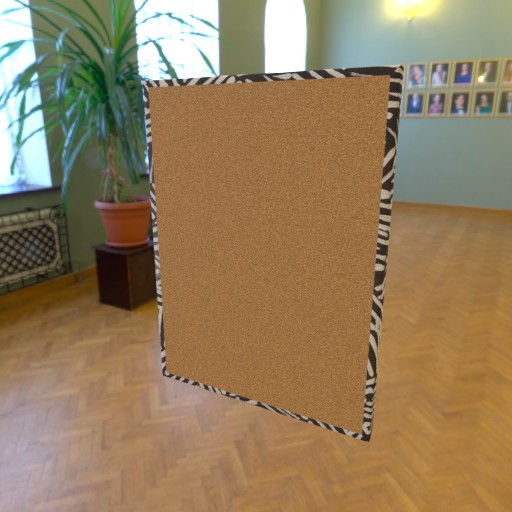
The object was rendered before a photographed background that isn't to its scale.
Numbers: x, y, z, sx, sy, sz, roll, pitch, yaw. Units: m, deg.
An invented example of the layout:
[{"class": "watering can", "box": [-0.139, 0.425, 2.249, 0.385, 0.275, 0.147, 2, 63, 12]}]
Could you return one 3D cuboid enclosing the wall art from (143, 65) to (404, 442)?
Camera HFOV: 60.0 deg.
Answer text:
[{"class": "wall art", "box": [0.000, 0.000, 1.334, 0.765, 1.017, 0.038, 9, 18, 27]}]
